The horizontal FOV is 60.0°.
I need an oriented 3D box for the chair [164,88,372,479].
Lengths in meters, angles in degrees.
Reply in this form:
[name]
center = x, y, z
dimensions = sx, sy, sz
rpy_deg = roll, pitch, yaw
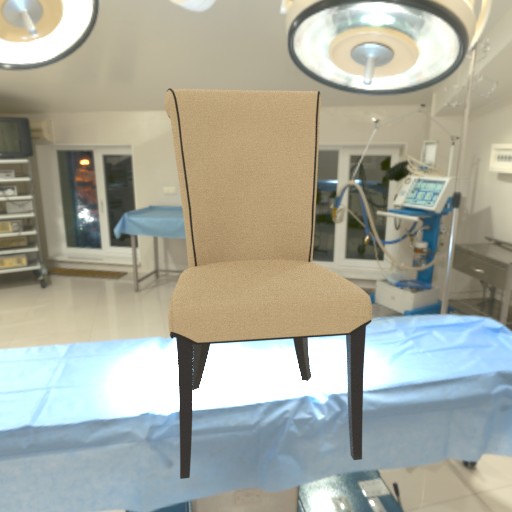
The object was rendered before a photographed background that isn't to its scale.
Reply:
[chair]
center = 0.000, 0.000, 1.334
dimensions = 0.522, 0.997, 0.623
rpy_deg = -2, 14, -8
